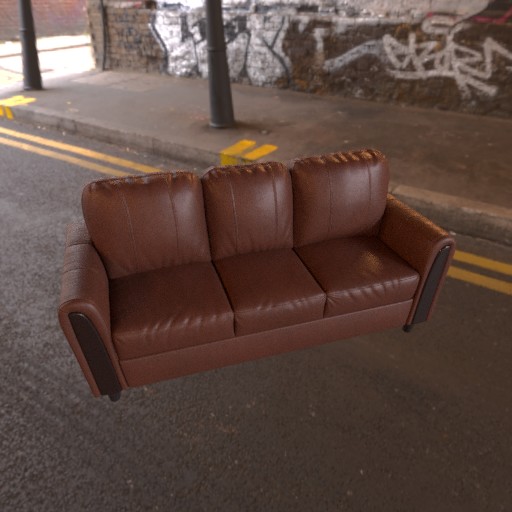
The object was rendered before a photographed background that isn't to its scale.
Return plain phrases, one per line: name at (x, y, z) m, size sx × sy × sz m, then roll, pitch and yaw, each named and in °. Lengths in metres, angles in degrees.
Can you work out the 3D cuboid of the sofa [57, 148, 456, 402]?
sofa at (0.000, 0.000, 2.326) m, size 1.862 × 0.915 × 0.802 m, roll -9°, pitch 32°, yaw -15°
